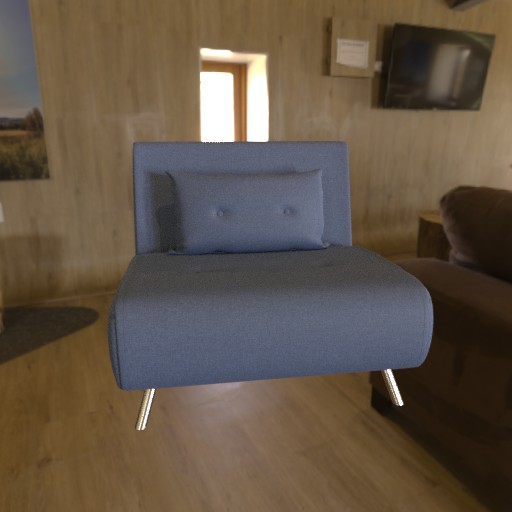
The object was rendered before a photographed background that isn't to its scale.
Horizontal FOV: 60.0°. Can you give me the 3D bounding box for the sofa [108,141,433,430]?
[{"bbox_3d":[0.000,0.000,1.741,0.999,0.860,0.996,-2,16,-8],"label":"sofa"}]
